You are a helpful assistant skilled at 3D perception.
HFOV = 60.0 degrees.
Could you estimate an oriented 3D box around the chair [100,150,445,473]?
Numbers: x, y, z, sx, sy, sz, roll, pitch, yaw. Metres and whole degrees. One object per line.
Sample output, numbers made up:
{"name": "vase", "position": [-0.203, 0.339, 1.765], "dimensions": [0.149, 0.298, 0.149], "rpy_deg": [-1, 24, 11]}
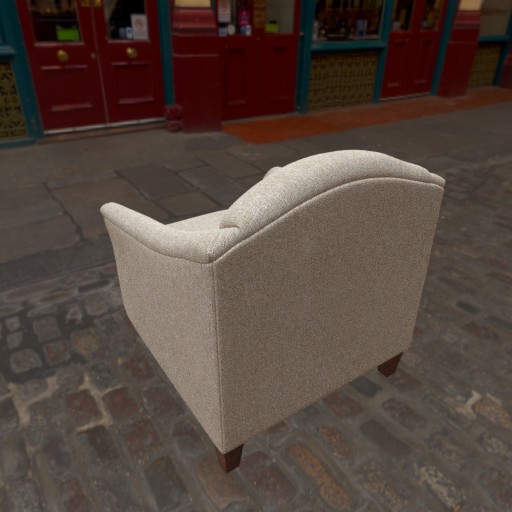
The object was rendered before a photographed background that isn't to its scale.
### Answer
{"name": "chair", "position": [0.000, 0.000, 1.459], "dimensions": [0.763, 0.839, 0.787], "rpy_deg": [-18, 34, -30]}
